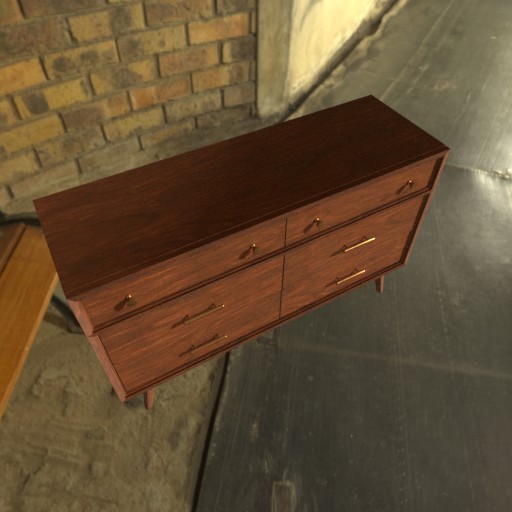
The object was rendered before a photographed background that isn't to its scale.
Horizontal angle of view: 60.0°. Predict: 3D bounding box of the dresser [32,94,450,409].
[{"bbox_3d":[0.000,0.000,1.941,1.472,0.889,0.500,-23,52,-19],"label":"dresser"}]
